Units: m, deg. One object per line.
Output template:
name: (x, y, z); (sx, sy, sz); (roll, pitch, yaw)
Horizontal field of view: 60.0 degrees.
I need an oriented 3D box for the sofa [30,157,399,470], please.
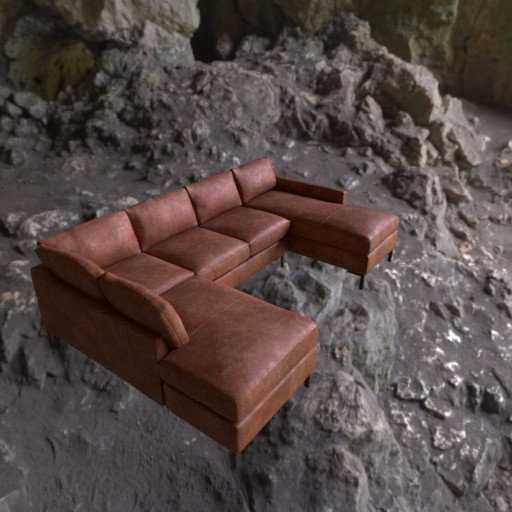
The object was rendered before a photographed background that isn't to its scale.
sofa: (0.000, 0.000, 3.790); (1.939, 0.900, 2.956); (19, 33, 32)
